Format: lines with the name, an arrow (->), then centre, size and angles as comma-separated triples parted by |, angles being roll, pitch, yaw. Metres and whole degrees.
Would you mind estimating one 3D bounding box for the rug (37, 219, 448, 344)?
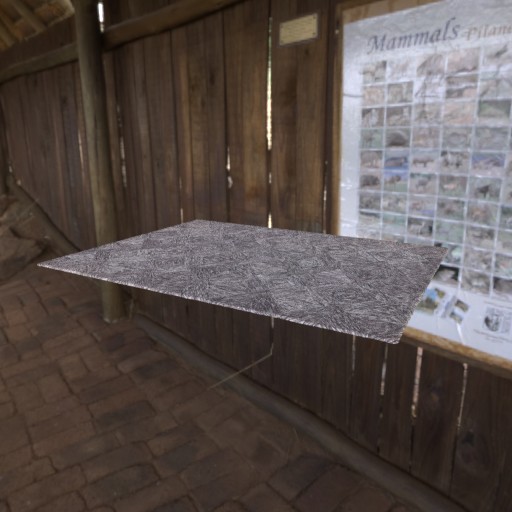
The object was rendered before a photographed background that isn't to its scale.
rug -> 0.000, 0.000, 4.291 | 3.204, 0.017, 2.448 | 9, 18, 28
